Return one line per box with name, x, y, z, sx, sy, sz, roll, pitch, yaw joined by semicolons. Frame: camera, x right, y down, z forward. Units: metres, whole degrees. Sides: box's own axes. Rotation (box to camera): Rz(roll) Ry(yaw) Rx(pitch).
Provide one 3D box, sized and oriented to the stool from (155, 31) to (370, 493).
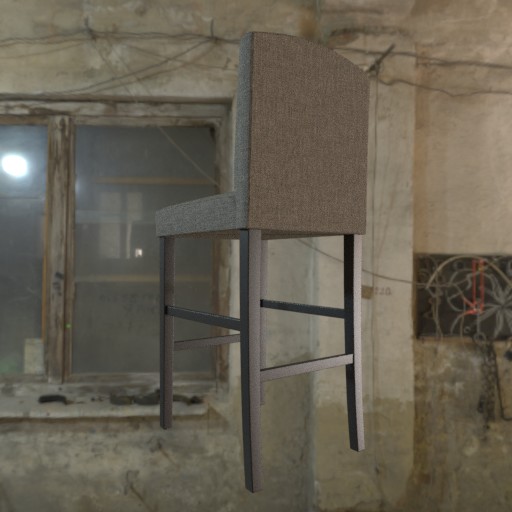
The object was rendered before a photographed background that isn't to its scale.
stool;0.000;0.000;1.390;0.451;1.138;0.552;0;-1;-37
